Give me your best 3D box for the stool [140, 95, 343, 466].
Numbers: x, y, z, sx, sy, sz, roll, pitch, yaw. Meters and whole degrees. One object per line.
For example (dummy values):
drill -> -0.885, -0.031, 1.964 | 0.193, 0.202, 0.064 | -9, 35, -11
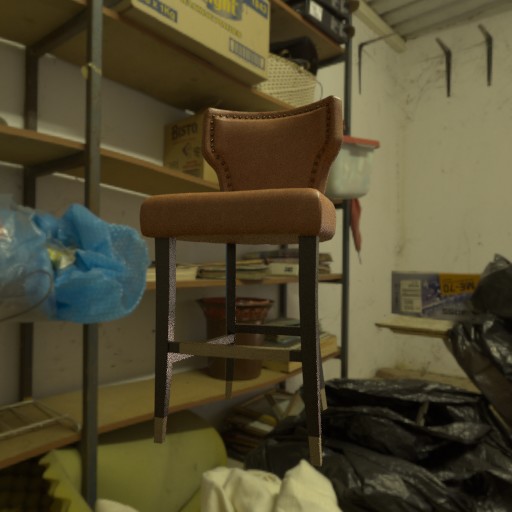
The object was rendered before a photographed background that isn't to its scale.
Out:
stool -> 0.000, 0.000, 1.423 | 0.526, 1.092, 0.563 | 0, 0, 18
